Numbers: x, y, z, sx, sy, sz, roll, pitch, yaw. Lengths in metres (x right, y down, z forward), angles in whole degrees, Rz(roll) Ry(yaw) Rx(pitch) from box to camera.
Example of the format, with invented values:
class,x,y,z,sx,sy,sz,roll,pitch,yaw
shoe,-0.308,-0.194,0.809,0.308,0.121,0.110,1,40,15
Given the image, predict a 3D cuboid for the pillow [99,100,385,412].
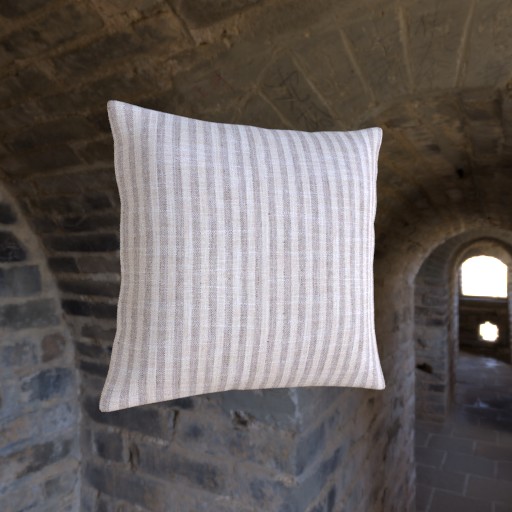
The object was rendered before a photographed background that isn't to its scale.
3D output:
class,x,y,z,sx,sy,sz,roll,pitch,yaw
pillow,0.000,0.000,0.792,0.523,0.510,0.166,0,-1,-17
